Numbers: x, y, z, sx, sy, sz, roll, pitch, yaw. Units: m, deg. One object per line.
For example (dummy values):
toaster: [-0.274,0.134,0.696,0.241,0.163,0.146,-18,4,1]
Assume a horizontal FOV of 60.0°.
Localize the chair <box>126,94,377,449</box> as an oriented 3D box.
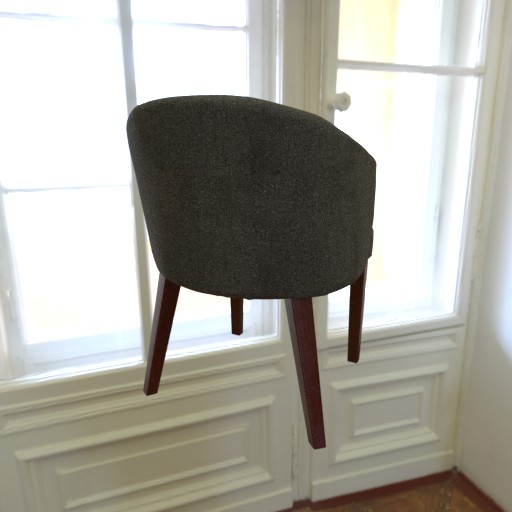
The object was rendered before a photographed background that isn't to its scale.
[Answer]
chair: [0.000,0.000,1.246,0.583,0.811,0.655,8,17,26]
